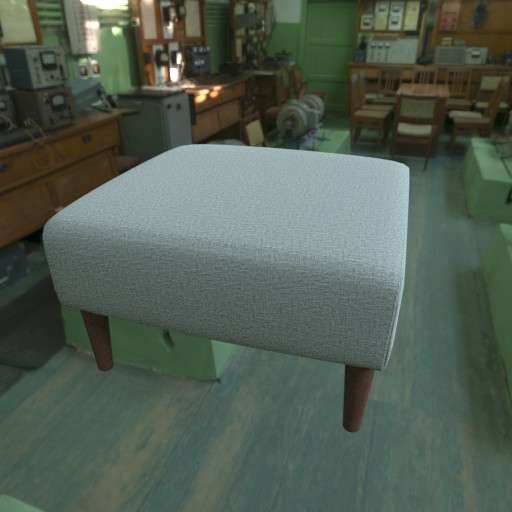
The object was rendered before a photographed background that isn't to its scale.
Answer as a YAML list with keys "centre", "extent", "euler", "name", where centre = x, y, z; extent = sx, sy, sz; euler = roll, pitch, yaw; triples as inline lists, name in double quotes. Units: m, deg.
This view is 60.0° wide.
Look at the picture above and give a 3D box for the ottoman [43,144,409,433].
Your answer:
- centre: [0.000, 0.000, 1.056]
  extent: [0.650, 0.398, 0.649]
  euler: [9, 29, 16]
  name: "ottoman"
